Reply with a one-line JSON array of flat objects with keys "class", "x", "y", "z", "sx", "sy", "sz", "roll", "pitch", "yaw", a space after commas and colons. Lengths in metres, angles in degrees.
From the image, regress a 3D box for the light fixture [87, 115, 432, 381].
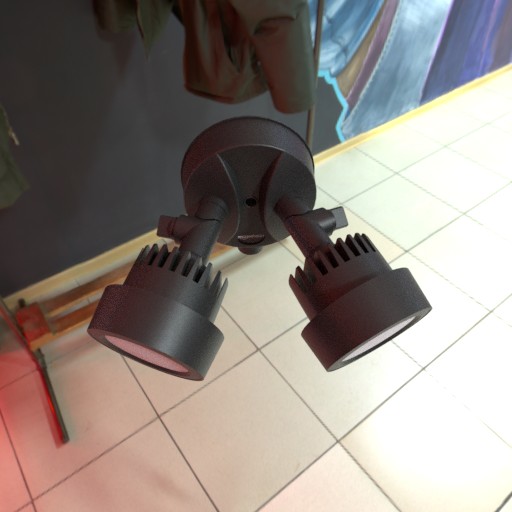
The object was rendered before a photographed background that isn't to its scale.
[{"class": "light fixture", "x": 0.000, "y": 0.000, "z": 0.307, "sx": 0.213, "sy": 0.120, "sz": 0.168, "roll": -3, "pitch": 47, "yaw": -3}]
